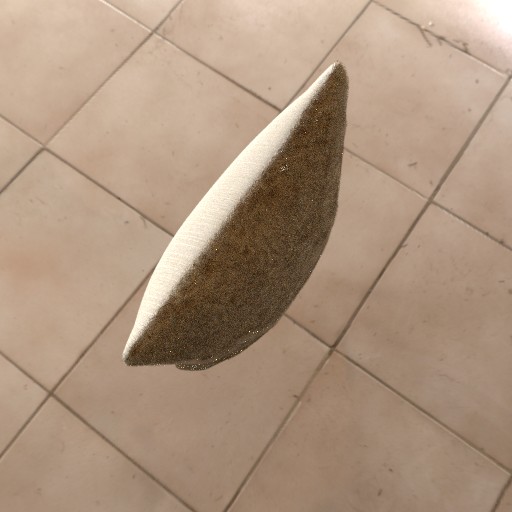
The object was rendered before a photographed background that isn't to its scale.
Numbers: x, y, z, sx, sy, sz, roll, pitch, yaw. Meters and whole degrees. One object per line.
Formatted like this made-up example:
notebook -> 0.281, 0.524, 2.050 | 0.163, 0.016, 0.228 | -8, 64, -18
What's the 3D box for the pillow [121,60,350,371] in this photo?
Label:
pillow -> 0.000, 0.000, 0.843 | 0.216, 0.525, 0.538 | 33, 77, 9
